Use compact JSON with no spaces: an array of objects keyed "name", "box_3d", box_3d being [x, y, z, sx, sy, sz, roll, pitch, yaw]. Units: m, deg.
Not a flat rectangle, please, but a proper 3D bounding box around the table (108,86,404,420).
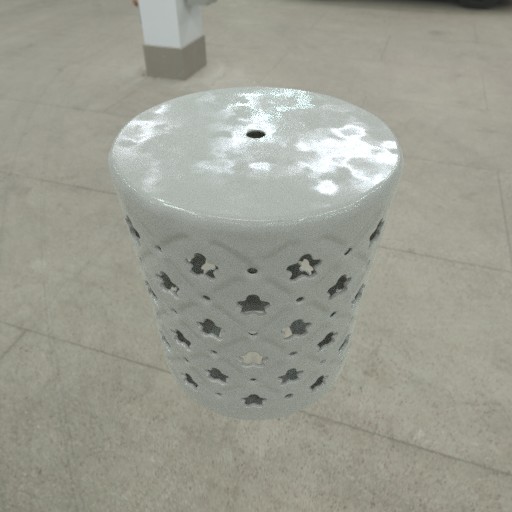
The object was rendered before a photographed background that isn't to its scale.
[{"name":"table","box_3d":[0.000,0.000,0.660,0.352,0.387,0.352,0,40,0]}]
